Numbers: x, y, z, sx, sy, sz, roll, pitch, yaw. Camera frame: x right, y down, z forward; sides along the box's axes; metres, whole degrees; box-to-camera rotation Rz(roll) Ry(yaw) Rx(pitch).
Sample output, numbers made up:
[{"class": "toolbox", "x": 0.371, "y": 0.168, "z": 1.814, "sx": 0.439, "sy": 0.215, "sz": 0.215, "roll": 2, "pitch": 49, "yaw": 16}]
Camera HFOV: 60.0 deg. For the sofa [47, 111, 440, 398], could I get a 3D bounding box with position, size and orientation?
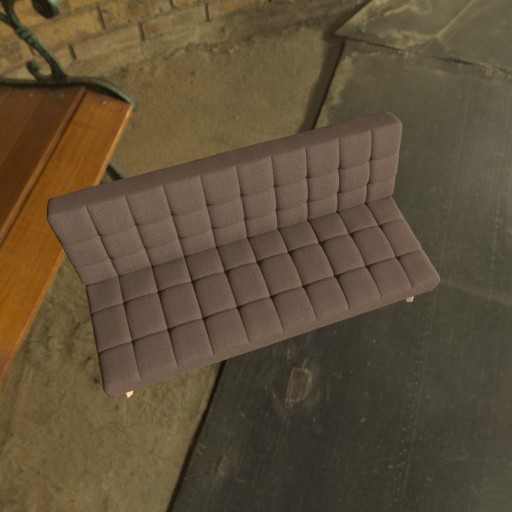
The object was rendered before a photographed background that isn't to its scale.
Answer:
[{"class": "sofa", "x": 0.000, "y": 0.000, "z": 2.333, "sx": 1.800, "sy": 0.810, "sz": 0.860, "roll": -17, "pitch": 63, "yaw": -9}]
